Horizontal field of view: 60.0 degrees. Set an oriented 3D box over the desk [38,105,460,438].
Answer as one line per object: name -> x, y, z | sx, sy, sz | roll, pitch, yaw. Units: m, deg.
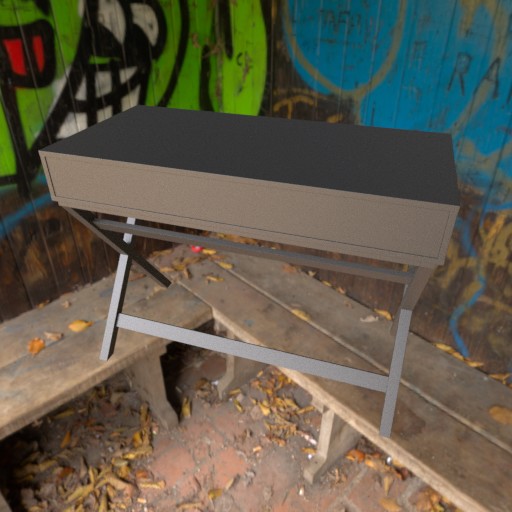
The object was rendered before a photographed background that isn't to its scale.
desk -> 0.000, 0.000, 1.470 | 1.057, 0.780, 0.525 | 10, 34, 15
